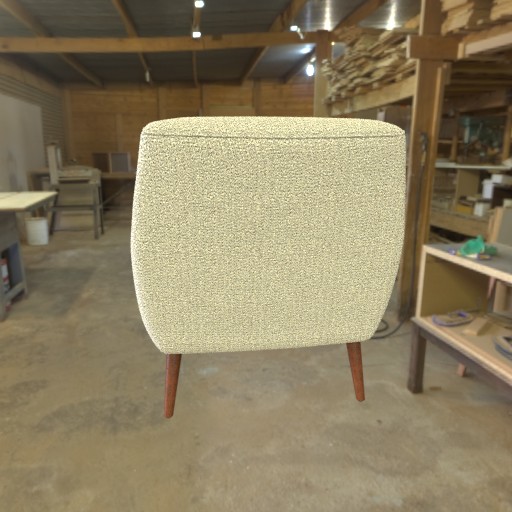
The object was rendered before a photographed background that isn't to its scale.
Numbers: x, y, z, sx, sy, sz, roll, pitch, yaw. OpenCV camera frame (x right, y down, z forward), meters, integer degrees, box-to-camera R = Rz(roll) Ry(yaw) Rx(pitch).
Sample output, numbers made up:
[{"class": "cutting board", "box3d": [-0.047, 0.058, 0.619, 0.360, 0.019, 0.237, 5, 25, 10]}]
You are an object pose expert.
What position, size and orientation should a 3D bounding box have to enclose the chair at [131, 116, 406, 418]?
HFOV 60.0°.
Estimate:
[{"class": "chair", "box3d": [0.000, 0.000, 1.468, 0.762, 0.838, 0.787, -2, 14, -8]}]
